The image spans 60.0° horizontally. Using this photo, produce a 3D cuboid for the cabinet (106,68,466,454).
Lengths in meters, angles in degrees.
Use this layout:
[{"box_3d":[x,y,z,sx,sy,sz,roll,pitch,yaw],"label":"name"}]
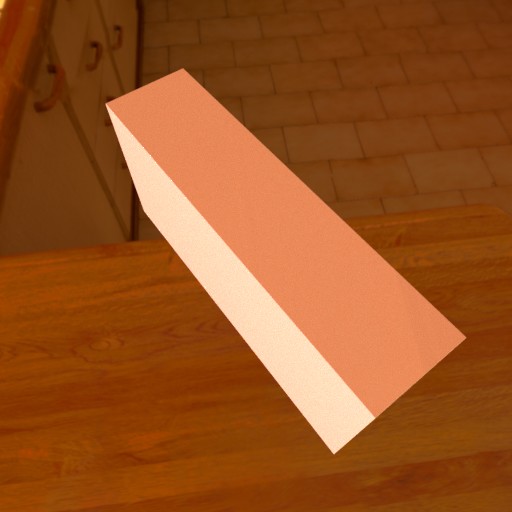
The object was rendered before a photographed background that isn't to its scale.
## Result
[{"box_3d":[0.000,0.000,2.004,0.400,0.800,1.650,-33,64,-18],"label":"cabinet"}]
